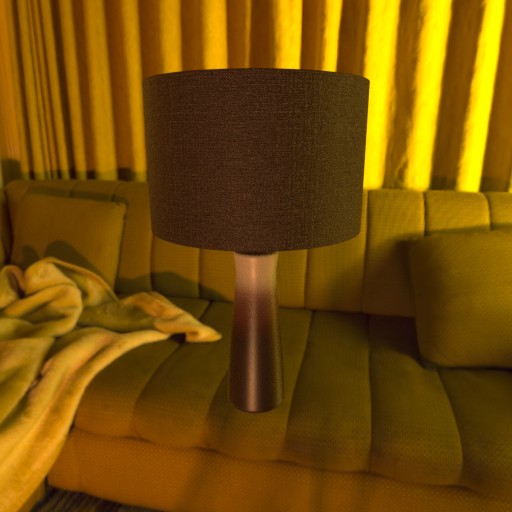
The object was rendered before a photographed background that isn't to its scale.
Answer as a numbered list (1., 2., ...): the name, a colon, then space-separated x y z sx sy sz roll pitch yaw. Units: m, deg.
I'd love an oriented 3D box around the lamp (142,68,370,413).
1. lamp: 0.000 0.000 0.671 0.303 0.488 0.303 0 15 0
